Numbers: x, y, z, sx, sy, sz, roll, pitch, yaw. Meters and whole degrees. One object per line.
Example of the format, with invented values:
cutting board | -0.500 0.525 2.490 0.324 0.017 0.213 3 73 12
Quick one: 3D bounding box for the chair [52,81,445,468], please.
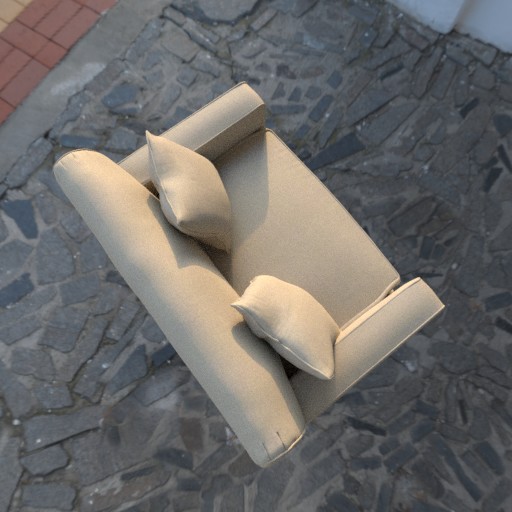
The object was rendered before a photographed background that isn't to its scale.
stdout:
chair | 0.000 0.000 2.044 1.000 0.948 1.383 -37 78 -9
